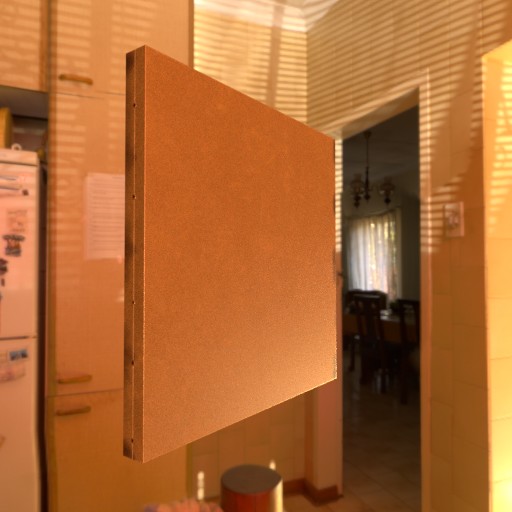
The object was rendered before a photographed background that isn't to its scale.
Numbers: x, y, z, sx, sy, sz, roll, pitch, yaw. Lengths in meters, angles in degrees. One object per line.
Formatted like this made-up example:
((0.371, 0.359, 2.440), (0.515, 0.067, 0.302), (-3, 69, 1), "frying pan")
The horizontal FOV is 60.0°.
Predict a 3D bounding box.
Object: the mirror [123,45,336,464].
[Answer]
((0.000, 0.000, 0.751), (0.042, 0.507, 0.509), (-1, -2, 37), "mirror")
